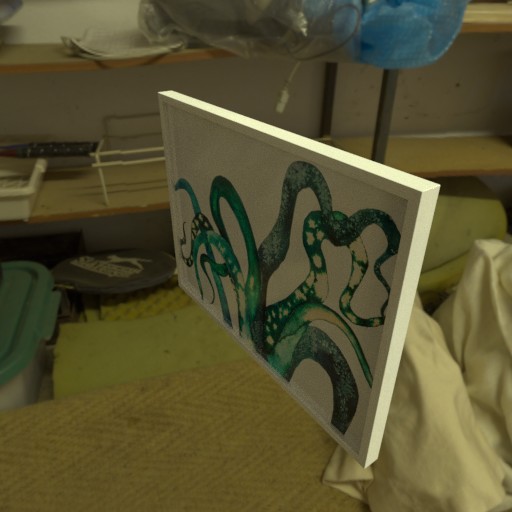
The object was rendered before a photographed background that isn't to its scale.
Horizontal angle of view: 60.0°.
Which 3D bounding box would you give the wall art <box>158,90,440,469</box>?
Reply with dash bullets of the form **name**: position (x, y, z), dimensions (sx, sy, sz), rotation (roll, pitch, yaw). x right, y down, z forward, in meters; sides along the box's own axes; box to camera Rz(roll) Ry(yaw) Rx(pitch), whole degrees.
- **wall art**: position (0.000, 0.000, 1.338), dimensions (0.053, 0.787, 1.041), rotation (-21, 37, -30)
